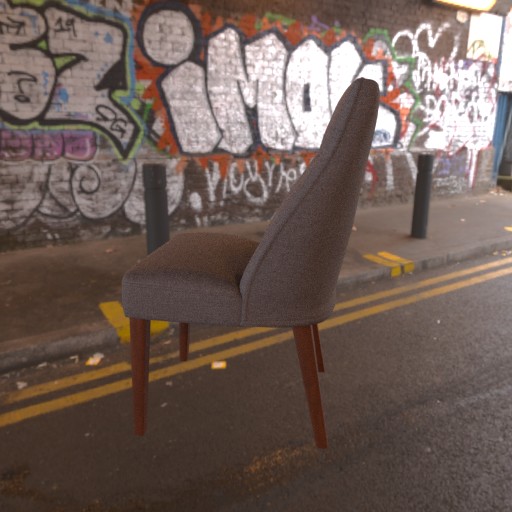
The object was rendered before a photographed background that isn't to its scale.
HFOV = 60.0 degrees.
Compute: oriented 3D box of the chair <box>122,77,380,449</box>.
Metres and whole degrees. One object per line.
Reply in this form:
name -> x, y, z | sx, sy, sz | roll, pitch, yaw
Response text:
chair -> 0.000, 0.000, 1.279 | 0.620, 0.930, 0.500 | 2, 15, 7
